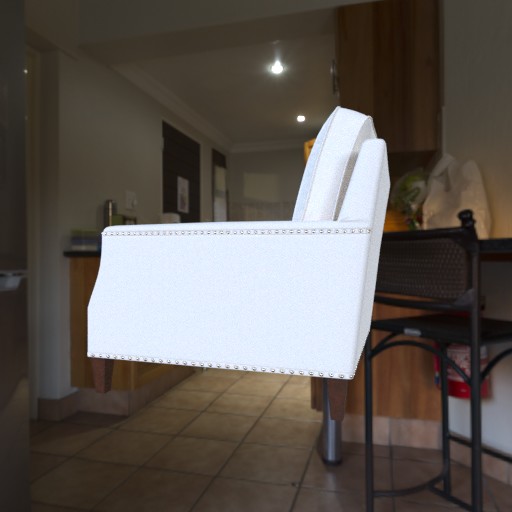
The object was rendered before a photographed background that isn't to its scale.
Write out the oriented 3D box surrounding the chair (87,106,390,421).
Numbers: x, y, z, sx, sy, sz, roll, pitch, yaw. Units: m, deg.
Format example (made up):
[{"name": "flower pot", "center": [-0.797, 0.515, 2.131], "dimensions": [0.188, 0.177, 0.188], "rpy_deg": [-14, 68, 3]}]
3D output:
[{"name": "chair", "center": [0.000, 0.000, 1.775], "dimensions": [1.014, 0.943, 0.853], "rpy_deg": [0, 1, 18]}]
